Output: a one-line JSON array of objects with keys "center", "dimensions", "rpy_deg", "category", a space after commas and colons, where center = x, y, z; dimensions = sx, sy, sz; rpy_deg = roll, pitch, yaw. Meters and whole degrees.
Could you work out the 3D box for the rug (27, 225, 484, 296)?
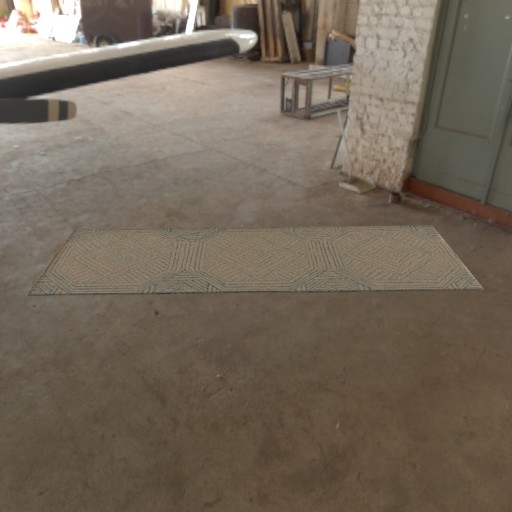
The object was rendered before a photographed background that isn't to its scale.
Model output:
[{"center": [0.000, 0.000, 2.708], "dimensions": [2.452, 0.012, 0.775], "rpy_deg": [-1, 30, -1], "category": "rug"}]
